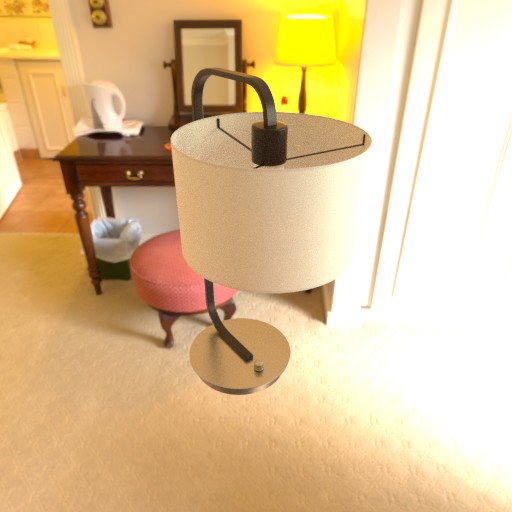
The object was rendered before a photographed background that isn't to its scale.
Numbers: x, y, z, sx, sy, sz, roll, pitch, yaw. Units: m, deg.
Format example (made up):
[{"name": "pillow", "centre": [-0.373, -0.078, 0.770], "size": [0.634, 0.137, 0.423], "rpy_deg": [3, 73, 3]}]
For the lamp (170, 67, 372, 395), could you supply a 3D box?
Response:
[{"name": "lamp", "centre": [0.000, 0.000, 0.626], "size": [0.230, 0.473, 0.288], "rpy_deg": [-21, 37, -31]}]
